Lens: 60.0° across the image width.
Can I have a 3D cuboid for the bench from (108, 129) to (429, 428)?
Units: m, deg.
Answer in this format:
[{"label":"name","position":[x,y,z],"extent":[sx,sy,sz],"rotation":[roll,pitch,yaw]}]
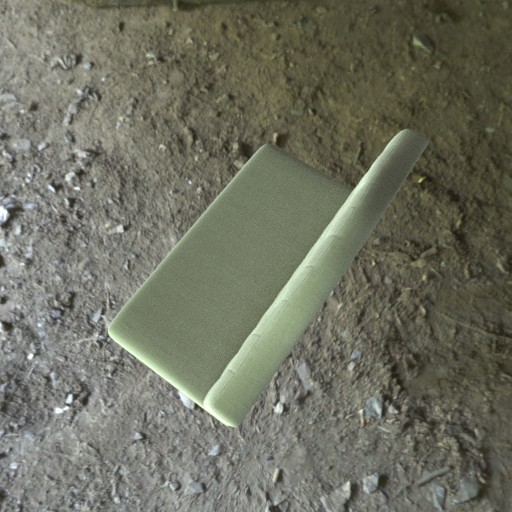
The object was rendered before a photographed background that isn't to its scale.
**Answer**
[{"label":"bench","position":[0.000,0.000,2.047],"extent":[0.815,1.180,1.335],"rotation":[33,70,13]}]
